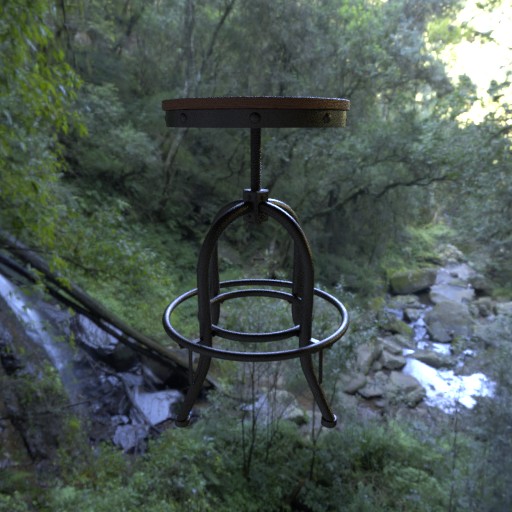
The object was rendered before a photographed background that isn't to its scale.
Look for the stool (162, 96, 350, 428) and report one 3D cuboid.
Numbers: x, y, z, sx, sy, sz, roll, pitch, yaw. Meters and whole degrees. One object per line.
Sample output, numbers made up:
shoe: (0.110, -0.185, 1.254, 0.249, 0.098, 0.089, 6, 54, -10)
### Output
stool: (0.000, 0.000, 0.925, 0.439, 0.609, 0.439, -16, 23, -42)
